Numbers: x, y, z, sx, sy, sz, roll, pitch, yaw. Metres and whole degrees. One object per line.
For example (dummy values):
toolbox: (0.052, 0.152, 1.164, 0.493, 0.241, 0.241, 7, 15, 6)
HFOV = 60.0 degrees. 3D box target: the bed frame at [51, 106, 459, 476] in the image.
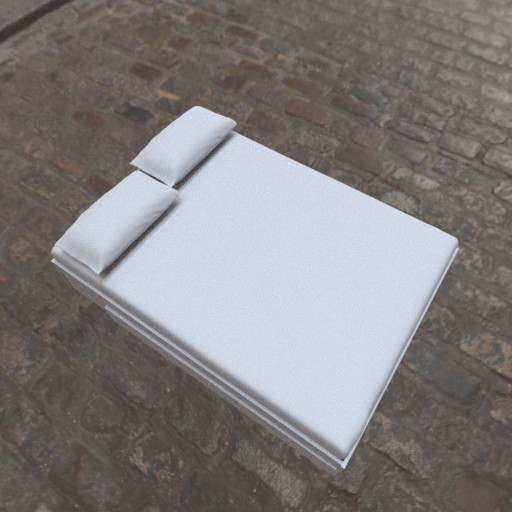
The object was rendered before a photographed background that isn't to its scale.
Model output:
bed frame: (0.000, 0.000, 2.627, 1.950, 0.629, 1.450, 30, 63, 17)
